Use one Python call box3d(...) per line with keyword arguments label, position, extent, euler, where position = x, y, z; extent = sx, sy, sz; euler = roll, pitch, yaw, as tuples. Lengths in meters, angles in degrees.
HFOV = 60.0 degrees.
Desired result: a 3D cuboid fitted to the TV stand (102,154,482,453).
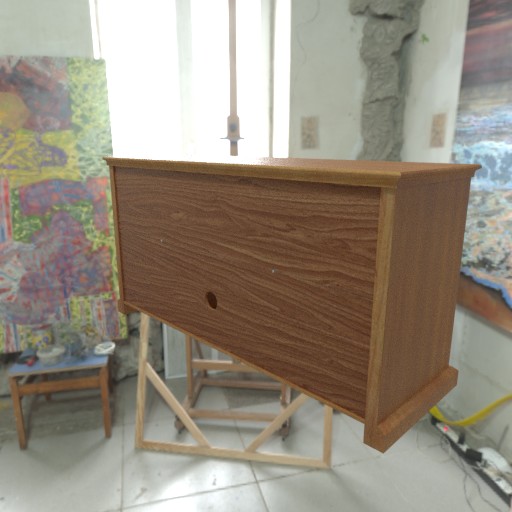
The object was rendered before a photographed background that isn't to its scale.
box3d(label="TV stand", position=(0.000, 0.000, 1.432), extent=(0.417, 0.607, 1.181), euler=(-14, 20, -43))
